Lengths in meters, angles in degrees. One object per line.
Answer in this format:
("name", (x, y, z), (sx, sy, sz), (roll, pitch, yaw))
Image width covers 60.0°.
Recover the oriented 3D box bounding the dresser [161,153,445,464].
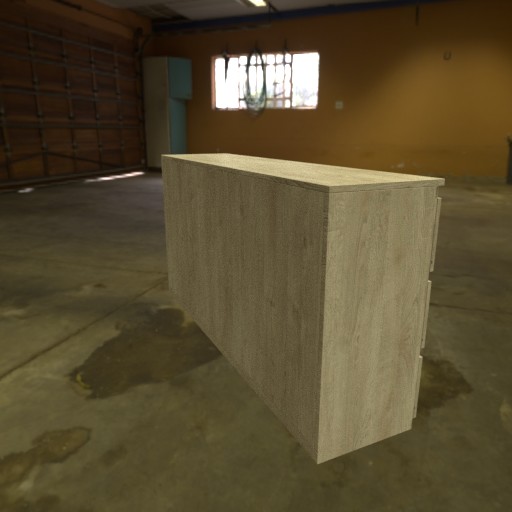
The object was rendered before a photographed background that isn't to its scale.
("dresser", (0.000, 0.000, 1.929), (0.390, 0.795, 1.590), (-8, 17, -25))
